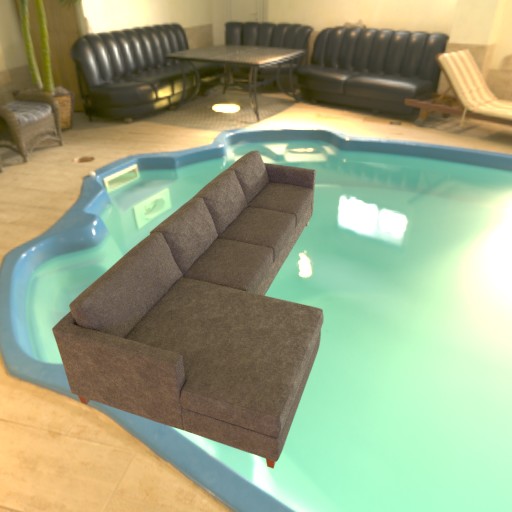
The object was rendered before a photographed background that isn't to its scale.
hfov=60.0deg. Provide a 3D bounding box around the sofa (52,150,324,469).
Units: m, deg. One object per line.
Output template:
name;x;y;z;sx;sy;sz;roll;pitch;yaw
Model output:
sofa;0.000;0.000;4.167;1.606;0.954;3.471;11;33;17
